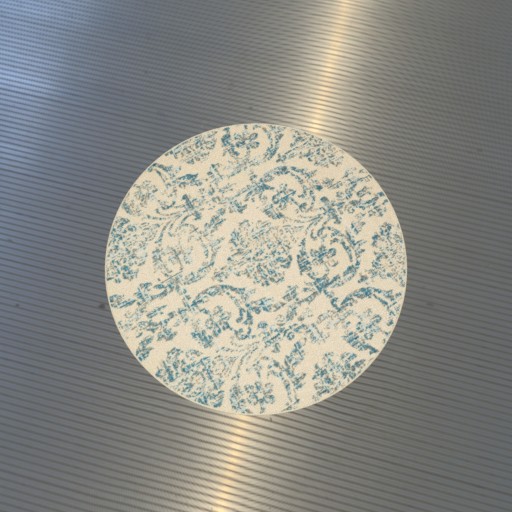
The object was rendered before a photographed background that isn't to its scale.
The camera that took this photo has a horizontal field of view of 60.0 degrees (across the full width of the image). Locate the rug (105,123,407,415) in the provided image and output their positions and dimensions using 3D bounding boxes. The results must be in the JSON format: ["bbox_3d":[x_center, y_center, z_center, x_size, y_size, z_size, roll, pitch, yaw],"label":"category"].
[{"bbox_3d":[0.000,0.000,2.345,1.593,0.012,1.593,0,74,0],"label":"rug"}]
